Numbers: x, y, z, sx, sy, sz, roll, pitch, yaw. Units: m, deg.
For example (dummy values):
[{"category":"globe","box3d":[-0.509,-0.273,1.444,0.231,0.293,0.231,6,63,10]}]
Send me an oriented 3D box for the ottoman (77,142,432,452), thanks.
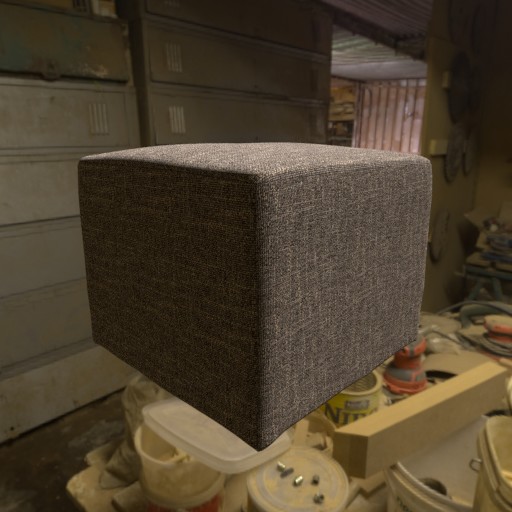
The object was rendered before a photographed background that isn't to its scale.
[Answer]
[{"category":"ottoman","box3d":[0.000,0.000,0.918,0.512,0.453,0.521,14,21,42]}]
